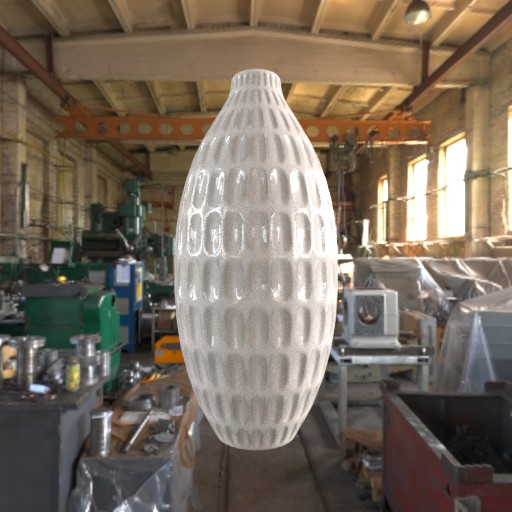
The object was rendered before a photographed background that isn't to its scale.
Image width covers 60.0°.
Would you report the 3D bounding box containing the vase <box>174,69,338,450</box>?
[{"bbox_3d":[0.000,0.000,0.350,0.127,0.282,0.127,0,0,0],"label":"vase"}]
